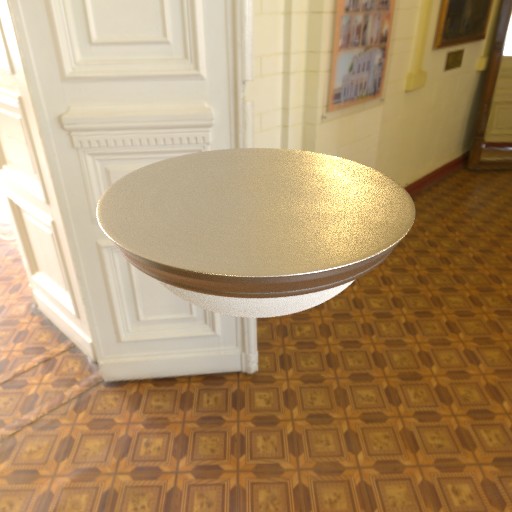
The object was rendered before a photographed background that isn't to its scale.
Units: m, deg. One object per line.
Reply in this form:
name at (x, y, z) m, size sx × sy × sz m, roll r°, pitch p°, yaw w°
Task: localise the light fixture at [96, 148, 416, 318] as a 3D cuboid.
light fixture at (0.000, 0.000, 0.440) m, size 0.280 × 0.135 × 0.280 m, roll 0°, pitch 30°, yaw 0°
